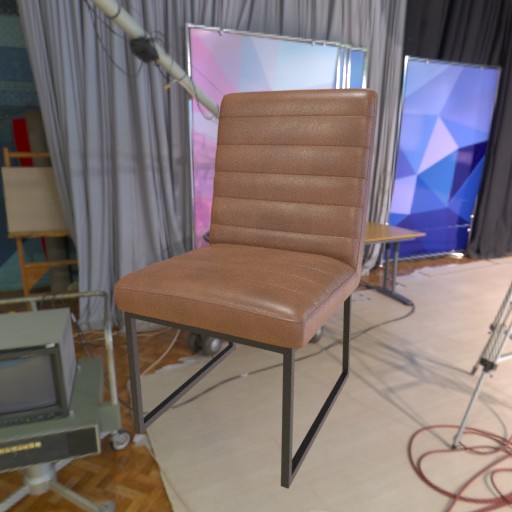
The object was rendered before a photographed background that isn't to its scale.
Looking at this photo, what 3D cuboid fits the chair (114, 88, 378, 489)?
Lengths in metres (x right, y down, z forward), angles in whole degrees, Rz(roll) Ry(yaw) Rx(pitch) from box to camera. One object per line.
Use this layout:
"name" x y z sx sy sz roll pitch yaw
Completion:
"chair" 0.000 0.000 1.270 0.520 0.930 0.634 8 18 25
